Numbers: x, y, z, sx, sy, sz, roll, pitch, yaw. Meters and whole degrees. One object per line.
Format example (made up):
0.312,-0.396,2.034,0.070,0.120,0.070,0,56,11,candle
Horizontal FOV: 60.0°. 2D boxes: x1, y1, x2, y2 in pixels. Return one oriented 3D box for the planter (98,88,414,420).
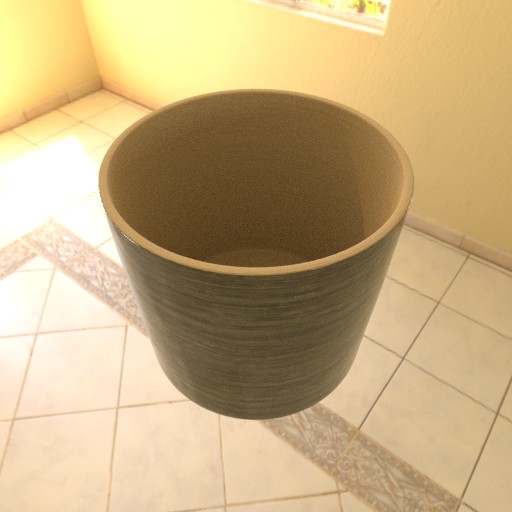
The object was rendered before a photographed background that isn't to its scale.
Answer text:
0.000,0.000,0.391,0.221,0.201,0.221,0,46,0,planter
